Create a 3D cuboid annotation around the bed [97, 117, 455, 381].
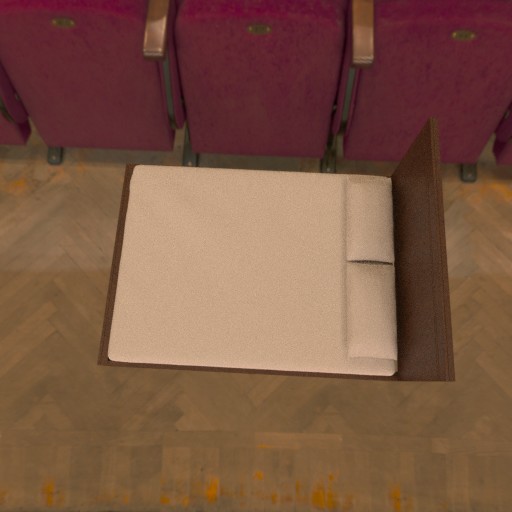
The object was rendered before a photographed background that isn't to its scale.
[{"bbox_3d":[0.000,0.000,3.167,2.221,1.169,1.613,3,74,1],"label":"bed"}]
